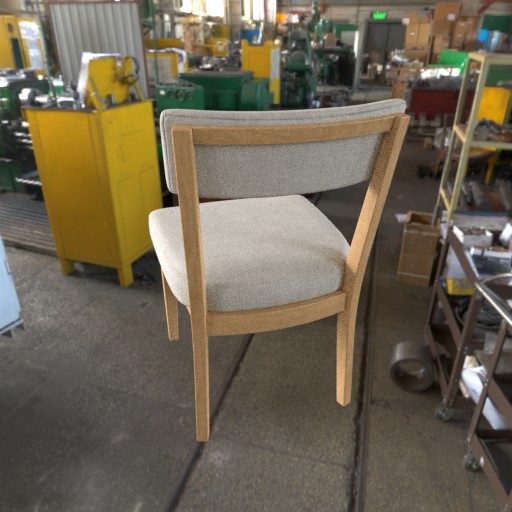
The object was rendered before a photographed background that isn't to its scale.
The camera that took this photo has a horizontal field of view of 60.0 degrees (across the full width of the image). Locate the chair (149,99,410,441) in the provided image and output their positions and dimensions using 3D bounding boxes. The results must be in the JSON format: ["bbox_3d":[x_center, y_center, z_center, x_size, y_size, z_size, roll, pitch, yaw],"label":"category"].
[{"bbox_3d":[0.000,0.000,1.182,0.508,0.832,0.572,-8,28,-16],"label":"chair"}]
